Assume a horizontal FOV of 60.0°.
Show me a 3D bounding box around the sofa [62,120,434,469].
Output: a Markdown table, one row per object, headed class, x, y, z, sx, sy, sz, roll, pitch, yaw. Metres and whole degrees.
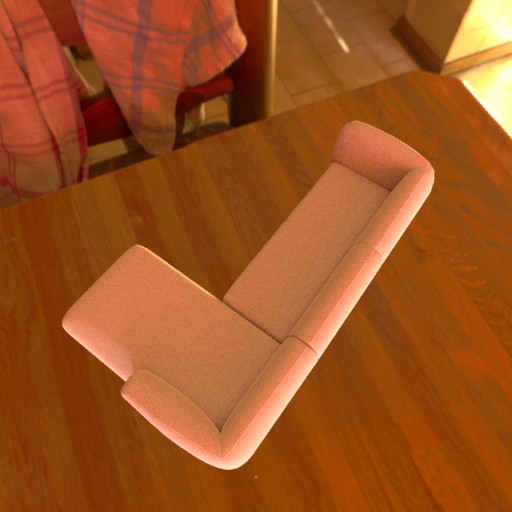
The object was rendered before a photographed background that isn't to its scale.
| class | x | y | z | sx | sy | sz | roll | pitch | yaw |
| --- | --- | --- | --- | --- | --- | --- | --- | --- | --- |
| sofa | 0.000 | 0.000 | 3.327 | 1.610 | 0.730 | 2.660 | 33 | 68 | 15 |
